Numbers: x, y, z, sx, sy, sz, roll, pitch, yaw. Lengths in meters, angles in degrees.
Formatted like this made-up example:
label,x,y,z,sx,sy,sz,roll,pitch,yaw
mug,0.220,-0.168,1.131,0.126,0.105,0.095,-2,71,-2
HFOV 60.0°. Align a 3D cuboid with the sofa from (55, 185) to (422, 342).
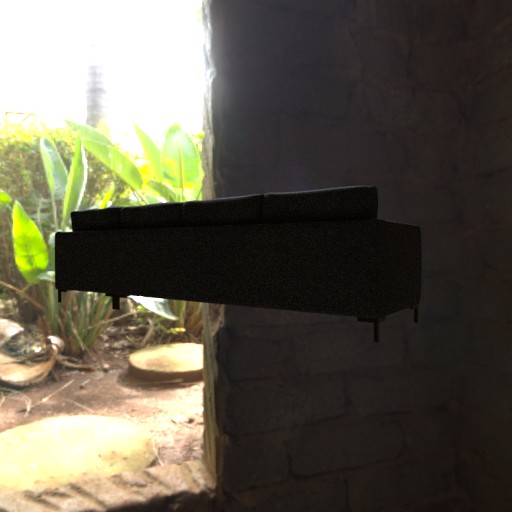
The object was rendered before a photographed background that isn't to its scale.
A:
label,x,y,z,sx,sy,sz,roll,pitch,yaw
sofa,0.000,0.000,3.836,2.949,0.815,2.007,1,1,35
